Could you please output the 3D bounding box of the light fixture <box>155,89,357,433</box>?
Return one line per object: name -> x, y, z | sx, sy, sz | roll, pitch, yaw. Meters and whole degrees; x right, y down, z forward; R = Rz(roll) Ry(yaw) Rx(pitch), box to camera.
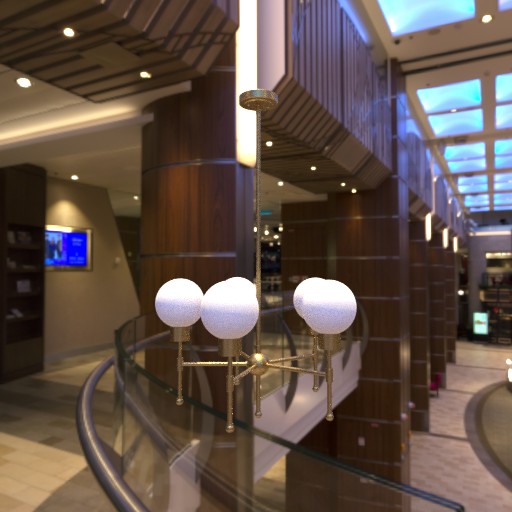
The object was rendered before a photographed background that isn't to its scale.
light fixture -> 0.000, 0.000, 1.866 | 0.815, 1.331, 0.785 | 1, -2, -18
